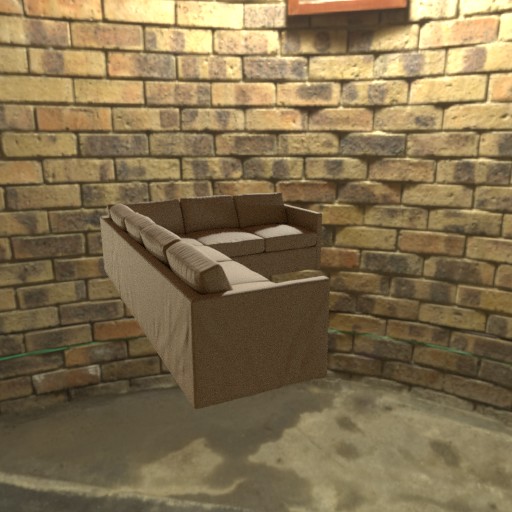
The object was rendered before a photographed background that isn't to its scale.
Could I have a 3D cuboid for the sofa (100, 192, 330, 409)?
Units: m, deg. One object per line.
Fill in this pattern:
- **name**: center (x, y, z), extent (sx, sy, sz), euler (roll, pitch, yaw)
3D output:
- **sofa**: center (0.000, 0.000, 4.327), extent (2.432, 0.871, 3.182), euler (-7, 16, -27)
